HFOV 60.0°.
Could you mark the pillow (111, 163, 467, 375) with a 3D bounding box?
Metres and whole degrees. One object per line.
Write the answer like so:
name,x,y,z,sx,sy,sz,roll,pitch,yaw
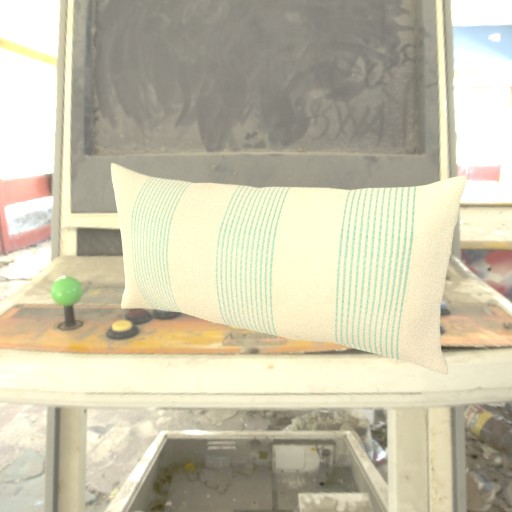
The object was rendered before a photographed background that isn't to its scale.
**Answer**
pillow,0.000,0.000,0.727,0.610,0.287,0.151,7,16,26
